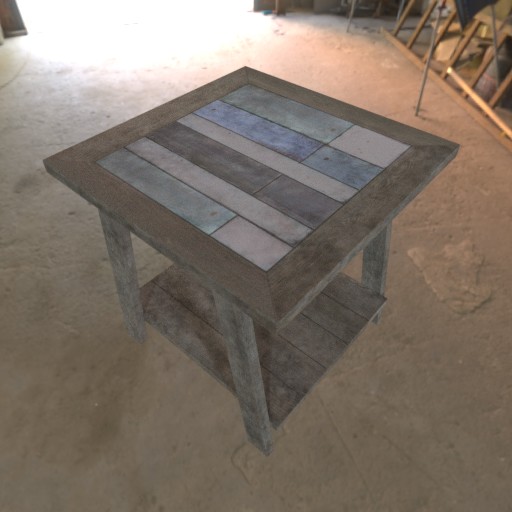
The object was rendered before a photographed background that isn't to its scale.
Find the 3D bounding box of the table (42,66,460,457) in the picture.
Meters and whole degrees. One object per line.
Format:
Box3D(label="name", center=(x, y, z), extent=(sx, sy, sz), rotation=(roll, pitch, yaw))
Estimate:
Box3D(label="table", center=(0.000, 0.000, 1.127), extent=(0.610, 0.610, 0.610), rotation=(32, 53, 27))
